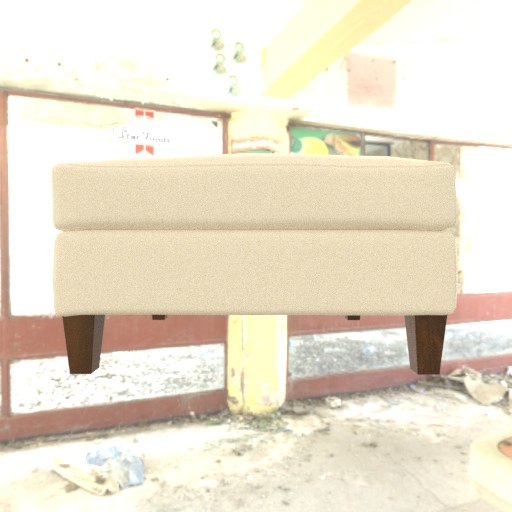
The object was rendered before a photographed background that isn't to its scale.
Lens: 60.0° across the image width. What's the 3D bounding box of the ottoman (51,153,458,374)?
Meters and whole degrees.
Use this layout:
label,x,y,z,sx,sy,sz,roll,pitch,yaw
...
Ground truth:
label,x,y,z,sx,sy,sz,roll,pitch,yaw
ottoman,0.000,0.000,1.290,0.838,0.479,0.838,0,1,0
